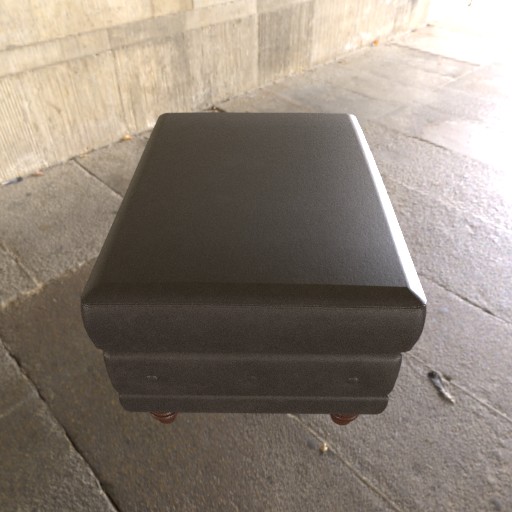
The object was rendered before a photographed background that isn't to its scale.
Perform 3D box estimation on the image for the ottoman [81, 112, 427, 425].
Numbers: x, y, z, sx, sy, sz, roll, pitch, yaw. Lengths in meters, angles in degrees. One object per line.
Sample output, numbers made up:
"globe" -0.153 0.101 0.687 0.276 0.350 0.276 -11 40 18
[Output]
"ottoman" 0.000 0.000 1.157 0.590 0.498 0.795 0 40 0
